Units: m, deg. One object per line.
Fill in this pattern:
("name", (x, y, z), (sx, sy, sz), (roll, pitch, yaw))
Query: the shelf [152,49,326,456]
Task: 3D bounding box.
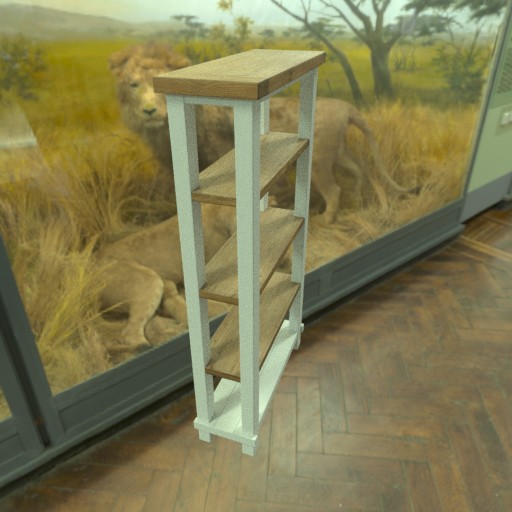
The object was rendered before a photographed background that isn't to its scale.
("shelf", (0.000, 0.000, 2.323), (0.381, 1.878, 1.022), (10, 32, 17))
